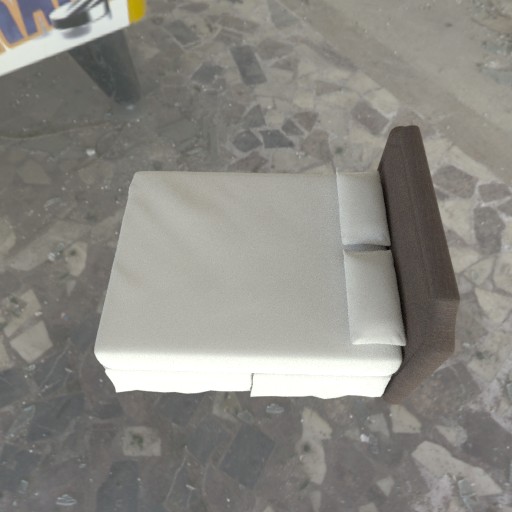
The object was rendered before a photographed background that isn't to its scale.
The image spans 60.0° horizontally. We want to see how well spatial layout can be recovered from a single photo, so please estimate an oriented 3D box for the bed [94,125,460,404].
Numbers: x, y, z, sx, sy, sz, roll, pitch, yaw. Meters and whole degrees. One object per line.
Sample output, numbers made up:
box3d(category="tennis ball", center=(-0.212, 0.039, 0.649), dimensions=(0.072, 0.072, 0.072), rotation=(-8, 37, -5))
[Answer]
box3d(category="bed", center=(0.000, 0.000, 3.107), dimensions=(2.116, 1.290, 1.693), rotation=(1, 58, 1))
